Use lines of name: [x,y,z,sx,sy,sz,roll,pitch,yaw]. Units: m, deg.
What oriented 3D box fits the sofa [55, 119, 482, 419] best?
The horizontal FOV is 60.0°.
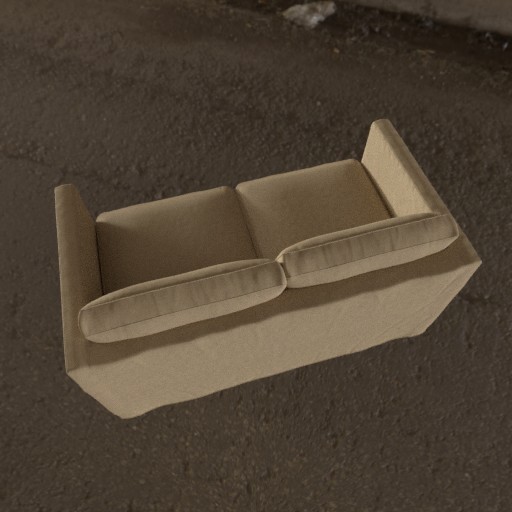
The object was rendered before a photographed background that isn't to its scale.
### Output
sofa: [0.000,0.000,2.185,1.719,0.835,0.962,-14,59,-9]
